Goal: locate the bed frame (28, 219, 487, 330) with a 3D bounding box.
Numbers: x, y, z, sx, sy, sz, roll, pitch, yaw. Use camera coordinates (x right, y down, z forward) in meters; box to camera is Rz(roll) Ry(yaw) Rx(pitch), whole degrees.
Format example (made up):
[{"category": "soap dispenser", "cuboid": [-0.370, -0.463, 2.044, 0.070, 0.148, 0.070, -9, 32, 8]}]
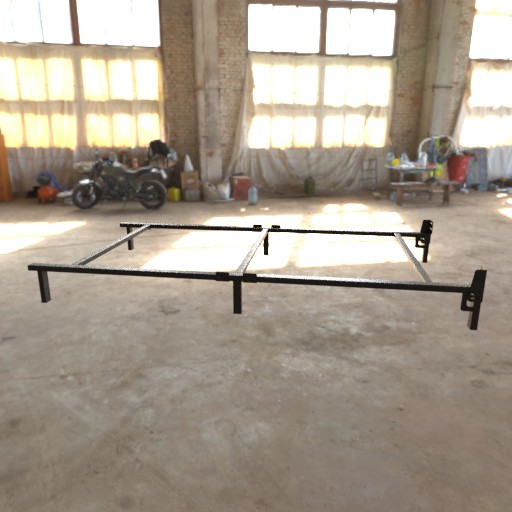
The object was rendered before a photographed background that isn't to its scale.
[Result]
[{"category": "bed frame", "cuboid": [0.000, 0.000, 2.284, 1.897, 0.248, 0.968, 2, 16, 9]}]
